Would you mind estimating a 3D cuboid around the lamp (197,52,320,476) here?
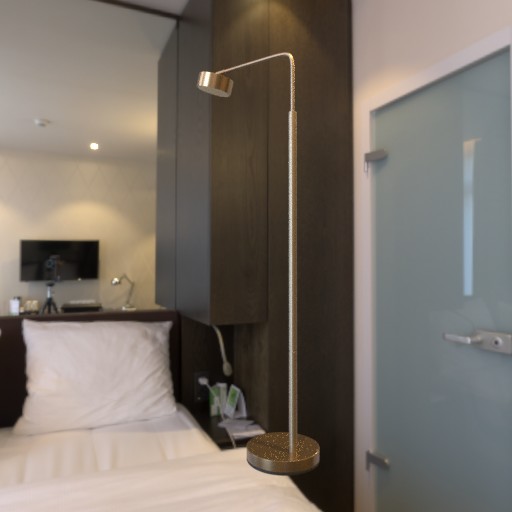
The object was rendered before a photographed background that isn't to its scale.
[{"bbox_3d":[0.000,0.000,1.411,0.418,1.230,0.219,-1,-2,35],"label":"lamp"}]
